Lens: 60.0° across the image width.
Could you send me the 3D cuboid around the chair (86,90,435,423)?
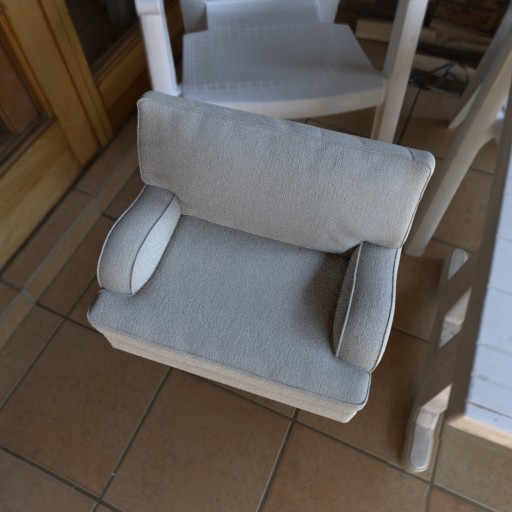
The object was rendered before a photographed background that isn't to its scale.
[{"bbox_3d":[0.000,0.000,1.986,1.220,1.016,1.041,15,60,9],"label":"chair"}]
